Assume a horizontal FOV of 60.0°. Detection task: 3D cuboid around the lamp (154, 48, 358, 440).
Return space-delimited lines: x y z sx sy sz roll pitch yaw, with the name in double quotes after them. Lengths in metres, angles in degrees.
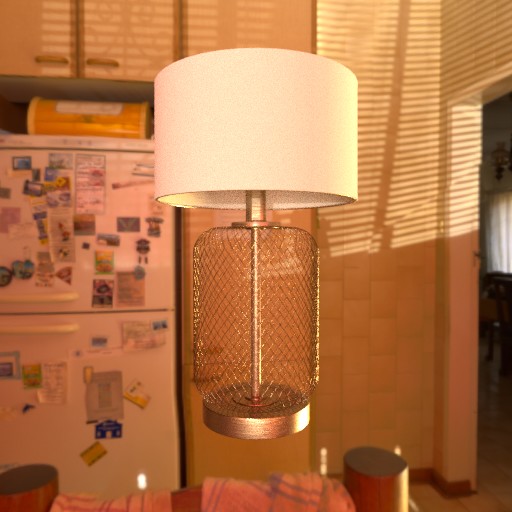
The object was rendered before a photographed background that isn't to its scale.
0.000 0.000 0.790 0.353 0.578 0.353 0 1 0 "lamp"
